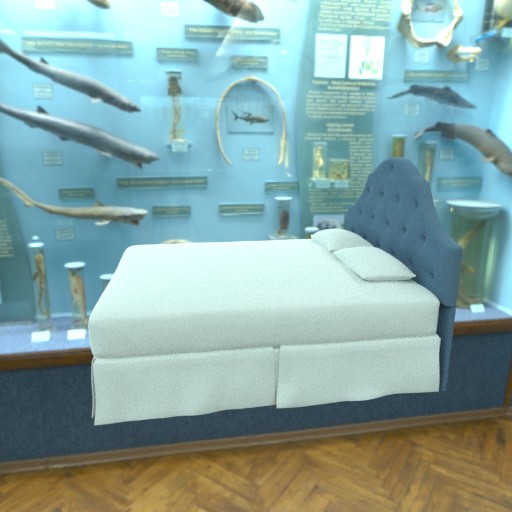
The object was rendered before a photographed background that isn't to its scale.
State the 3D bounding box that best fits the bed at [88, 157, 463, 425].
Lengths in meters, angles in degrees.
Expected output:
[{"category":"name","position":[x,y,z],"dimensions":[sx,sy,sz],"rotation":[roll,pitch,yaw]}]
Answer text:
[{"category":"bed","position":[0.000,0.000,3.744],"dimensions":[2.477,1.617,2.039],"rotation":[-2,15,-8]}]
